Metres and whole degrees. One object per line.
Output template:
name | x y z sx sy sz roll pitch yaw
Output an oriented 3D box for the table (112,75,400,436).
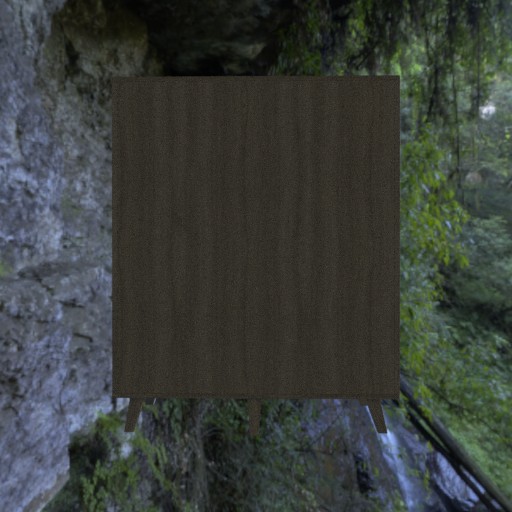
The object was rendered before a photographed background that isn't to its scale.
table | 0.000 0.000 1.906 1.111 1.388 0.398 0 0 1
